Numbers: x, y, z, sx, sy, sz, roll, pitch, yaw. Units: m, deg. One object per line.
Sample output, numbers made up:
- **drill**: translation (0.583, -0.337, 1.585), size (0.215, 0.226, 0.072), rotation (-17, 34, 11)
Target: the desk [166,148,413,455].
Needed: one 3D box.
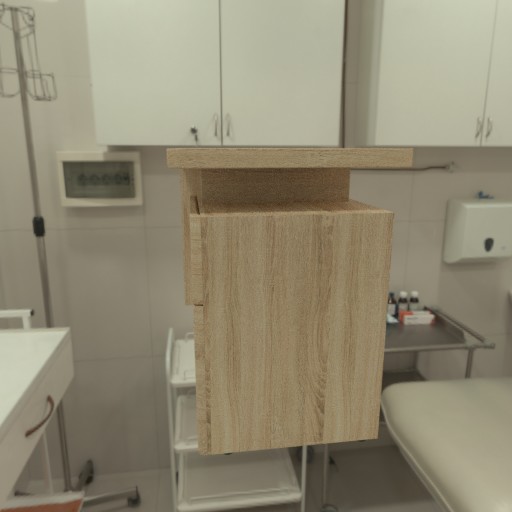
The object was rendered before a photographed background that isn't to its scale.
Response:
- **desk**: translation (0.000, 0.000, 1.612), size (0.550, 0.760, 1.200), rotation (-2, 14, -8)
